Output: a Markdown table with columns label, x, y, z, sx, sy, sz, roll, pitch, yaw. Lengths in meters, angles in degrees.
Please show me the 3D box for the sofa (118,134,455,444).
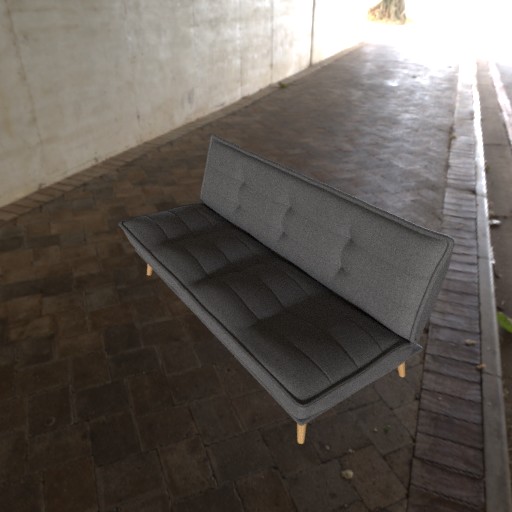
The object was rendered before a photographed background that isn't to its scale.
| label | x | y | z | sx | sy | sz | roll | pitch | yaw |
| --- | --- | --- | --- | --- | --- | --- | --- | --- | --- |
| sofa | 0.000 | 0.000 | 2.538 | 0.950 | 0.890 | 1.940 | -20 | 36 | -30 |
